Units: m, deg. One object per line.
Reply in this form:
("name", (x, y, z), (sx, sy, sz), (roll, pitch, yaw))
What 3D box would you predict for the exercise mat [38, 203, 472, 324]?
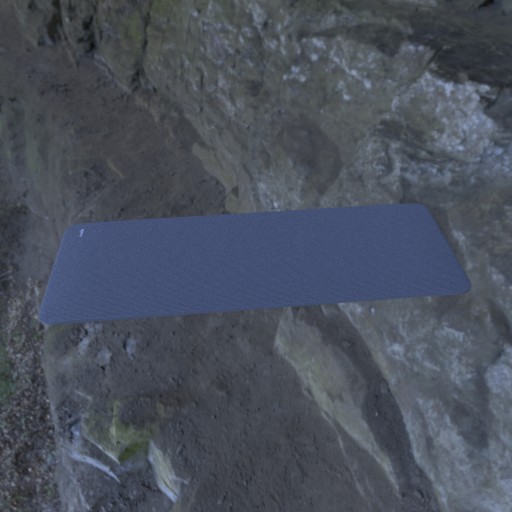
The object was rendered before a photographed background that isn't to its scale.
("exercise mat", (0.000, 0.000, 2.101), (1.884, 0.021, 0.616), (-4, 46, -4))
